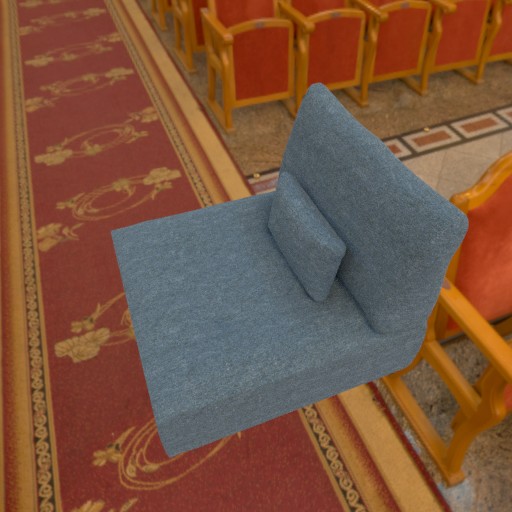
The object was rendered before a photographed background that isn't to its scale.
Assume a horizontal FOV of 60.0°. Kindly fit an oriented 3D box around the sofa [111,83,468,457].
[{"bbox_3d":[0.000,0.000,1.670,1.000,0.820,0.930,-16,48,-15],"label":"sofa"}]
